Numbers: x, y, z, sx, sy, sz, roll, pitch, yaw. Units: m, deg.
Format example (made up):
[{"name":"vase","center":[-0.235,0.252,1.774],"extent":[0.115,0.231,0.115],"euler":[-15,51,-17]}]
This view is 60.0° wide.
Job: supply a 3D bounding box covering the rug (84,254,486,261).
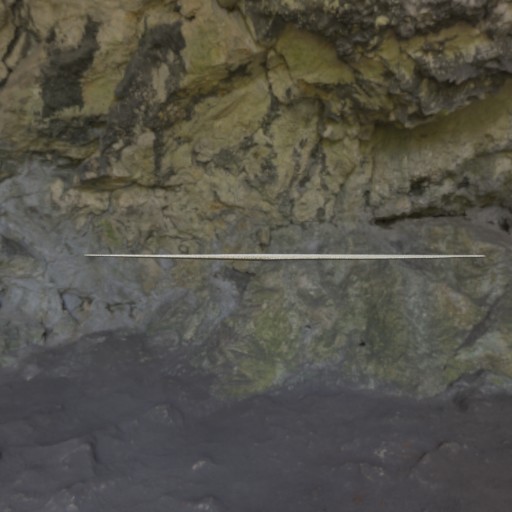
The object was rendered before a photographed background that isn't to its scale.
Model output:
[{"name":"rug","center":[0.000,0.000,2.973],"extent":[1.606,0.017,2.270],"euler":[0,1,-37]}]
